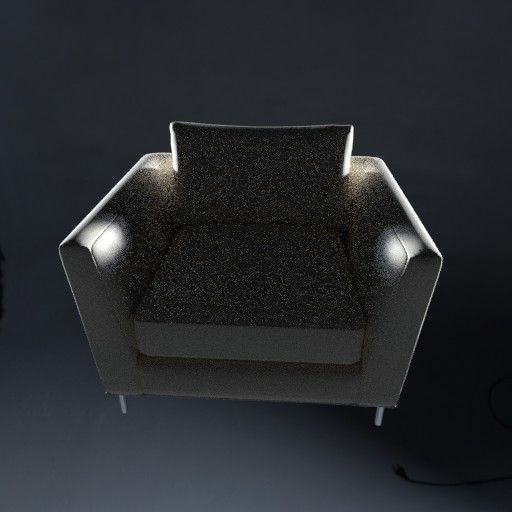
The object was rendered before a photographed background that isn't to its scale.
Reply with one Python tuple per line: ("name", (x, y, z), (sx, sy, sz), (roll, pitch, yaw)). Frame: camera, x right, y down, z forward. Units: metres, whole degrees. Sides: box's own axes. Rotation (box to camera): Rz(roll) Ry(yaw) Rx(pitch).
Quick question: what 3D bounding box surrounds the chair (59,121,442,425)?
("chair", (0.000, 0.000, 1.671), (1.041, 0.865, 0.889), (2, 30, 3))
